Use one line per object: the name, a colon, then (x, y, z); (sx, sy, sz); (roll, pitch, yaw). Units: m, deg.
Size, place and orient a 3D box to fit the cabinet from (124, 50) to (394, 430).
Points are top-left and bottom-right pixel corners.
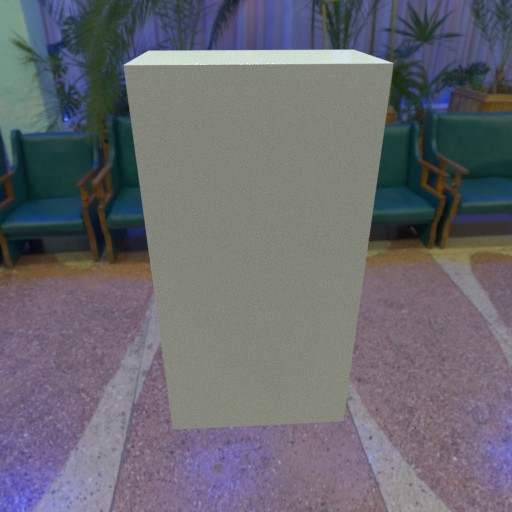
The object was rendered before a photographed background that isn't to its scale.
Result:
cabinet: (0.000, 0.000, 2.327); (0.980, 1.920, 0.580); (-2, 29, -3)
